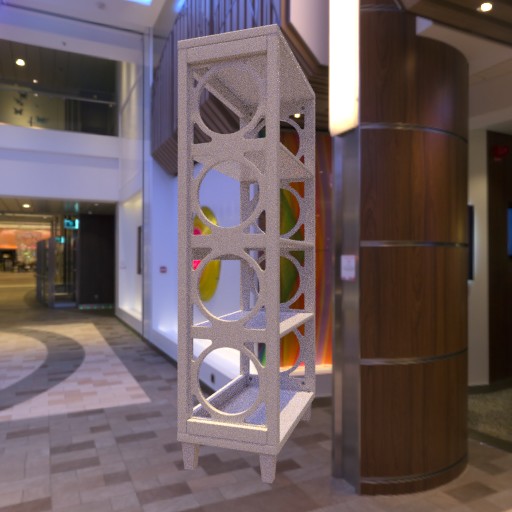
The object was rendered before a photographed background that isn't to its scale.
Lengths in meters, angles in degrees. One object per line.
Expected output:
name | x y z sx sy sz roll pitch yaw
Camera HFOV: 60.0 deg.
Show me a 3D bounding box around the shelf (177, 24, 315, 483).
shelf | 0.000 0.000 1.688 0.340 1.411 0.611 0 0 19
